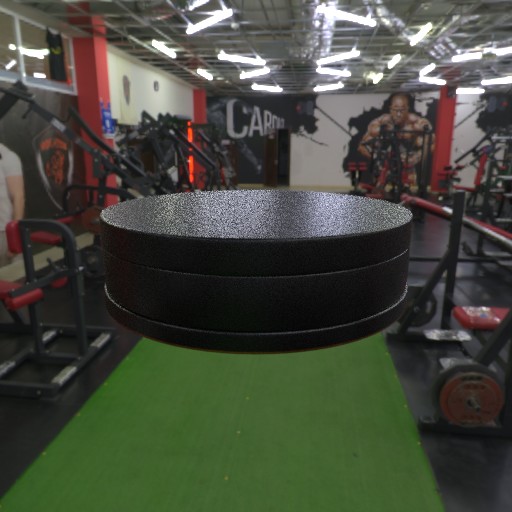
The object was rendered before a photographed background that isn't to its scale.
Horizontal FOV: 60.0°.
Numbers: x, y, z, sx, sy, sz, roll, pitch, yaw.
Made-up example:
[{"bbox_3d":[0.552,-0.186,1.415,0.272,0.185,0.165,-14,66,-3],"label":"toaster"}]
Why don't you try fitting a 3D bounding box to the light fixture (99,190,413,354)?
[{"bbox_3d":[0.000,0.000,0.430,0.283,0.097,0.283,0,15,0],"label":"light fixture"}]
